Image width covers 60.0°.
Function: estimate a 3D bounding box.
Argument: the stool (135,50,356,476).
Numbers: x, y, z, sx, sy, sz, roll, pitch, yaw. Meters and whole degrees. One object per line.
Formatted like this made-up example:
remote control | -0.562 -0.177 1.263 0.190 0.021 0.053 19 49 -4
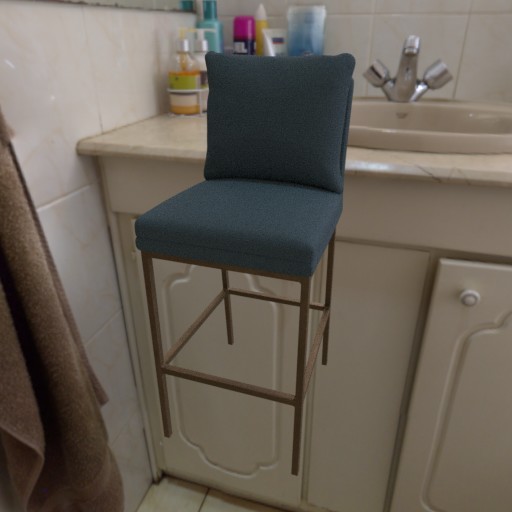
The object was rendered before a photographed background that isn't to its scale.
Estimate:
stool | 0.000 0.000 1.350 0.463 1.124 0.568 9 28 17
